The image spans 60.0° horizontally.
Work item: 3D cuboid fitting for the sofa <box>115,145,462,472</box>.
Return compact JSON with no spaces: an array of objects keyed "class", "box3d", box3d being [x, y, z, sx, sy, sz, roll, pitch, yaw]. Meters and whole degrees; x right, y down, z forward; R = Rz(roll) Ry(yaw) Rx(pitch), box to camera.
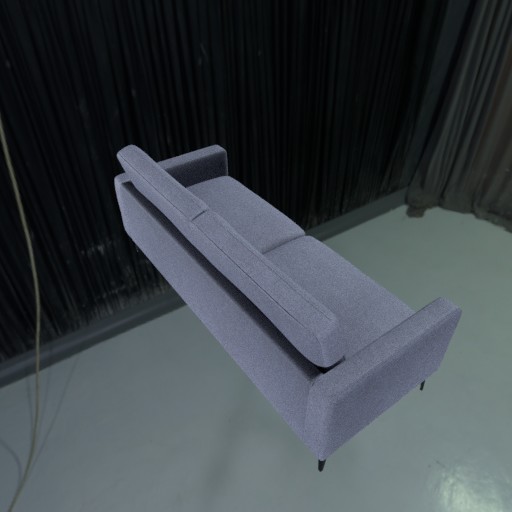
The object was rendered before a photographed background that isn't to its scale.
[{"class":"sofa","box3d":[0.000,0.000,2.378,0.774,0.828,1.925,-25,46,-27]}]
